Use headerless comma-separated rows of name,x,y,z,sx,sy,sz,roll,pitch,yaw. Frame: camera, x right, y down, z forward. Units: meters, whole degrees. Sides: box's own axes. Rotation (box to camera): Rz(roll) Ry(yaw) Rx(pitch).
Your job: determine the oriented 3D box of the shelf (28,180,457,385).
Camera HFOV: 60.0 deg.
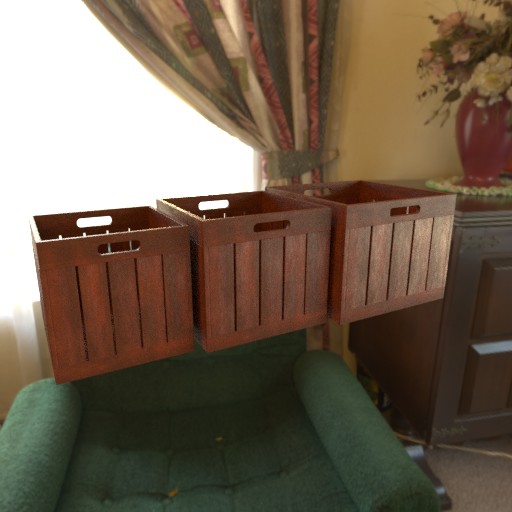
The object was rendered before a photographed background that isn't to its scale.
shelf,0.000,0.000,1.203,1.064,0.311,0.393,-9,18,-27
